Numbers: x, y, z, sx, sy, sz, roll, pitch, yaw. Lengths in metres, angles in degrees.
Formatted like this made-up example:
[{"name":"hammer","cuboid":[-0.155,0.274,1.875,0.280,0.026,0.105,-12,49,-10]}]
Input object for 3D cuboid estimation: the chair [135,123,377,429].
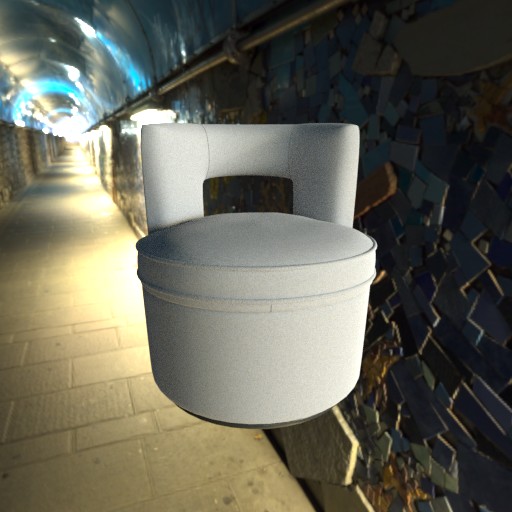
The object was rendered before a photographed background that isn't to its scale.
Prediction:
[{"name":"chair","cuboid":[0.000,0.000,1.241,0.650,0.723,0.665,-2,15,-6]}]
